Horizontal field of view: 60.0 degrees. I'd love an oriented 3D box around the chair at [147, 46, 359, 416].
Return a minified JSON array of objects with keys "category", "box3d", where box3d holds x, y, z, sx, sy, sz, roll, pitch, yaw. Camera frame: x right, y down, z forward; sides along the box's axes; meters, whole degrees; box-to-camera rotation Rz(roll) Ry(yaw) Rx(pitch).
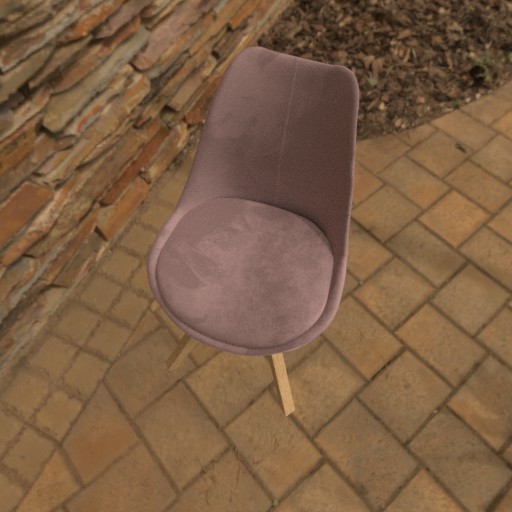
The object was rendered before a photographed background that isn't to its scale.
[{"category":"chair","box3d":[0.000,0.000,1.177,0.485,0.850,0.550,18,59,11]}]
